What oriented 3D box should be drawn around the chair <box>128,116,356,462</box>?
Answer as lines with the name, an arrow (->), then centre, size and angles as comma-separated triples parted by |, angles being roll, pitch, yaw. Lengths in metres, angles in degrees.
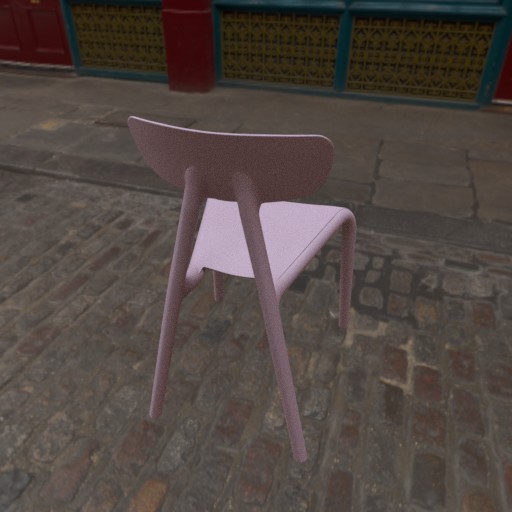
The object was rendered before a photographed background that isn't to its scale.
chair -> 0.000, 0.000, 0.836 | 0.356, 0.580, 0.401 | 10, 34, 15
